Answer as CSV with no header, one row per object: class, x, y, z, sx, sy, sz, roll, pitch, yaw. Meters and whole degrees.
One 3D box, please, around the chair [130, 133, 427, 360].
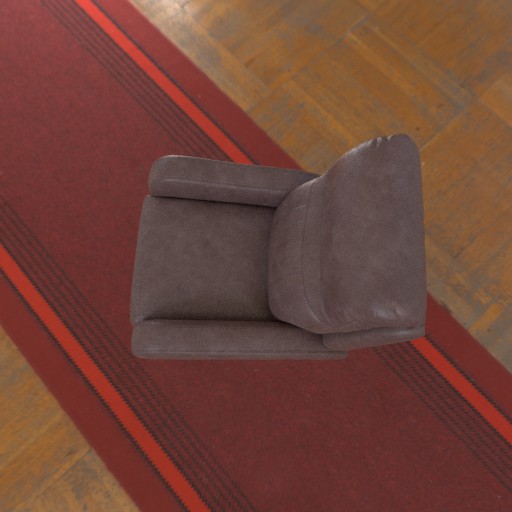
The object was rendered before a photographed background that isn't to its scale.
chair,0.000,0.000,1.833,1.067,1.067,0.865,2,76,1
